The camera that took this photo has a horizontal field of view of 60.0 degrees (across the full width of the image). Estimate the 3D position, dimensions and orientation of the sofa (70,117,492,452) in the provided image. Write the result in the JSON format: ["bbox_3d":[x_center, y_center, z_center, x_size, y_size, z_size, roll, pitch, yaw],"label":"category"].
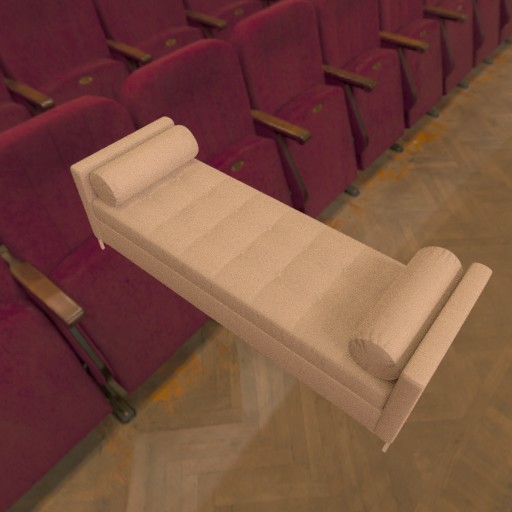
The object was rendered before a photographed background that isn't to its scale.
[{"bbox_3d":[0.000,0.000,2.290,1.981,0.635,0.686,31,54,26],"label":"sofa"}]
